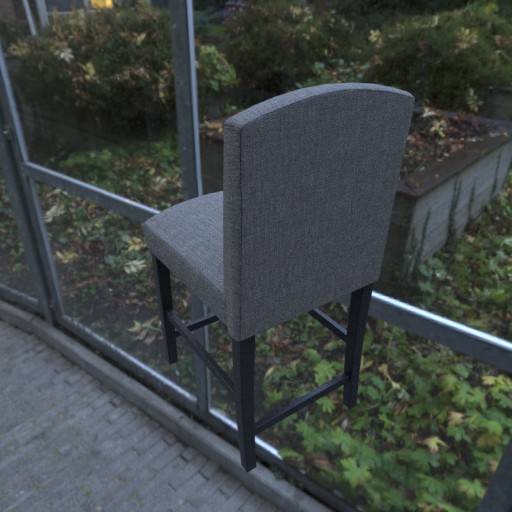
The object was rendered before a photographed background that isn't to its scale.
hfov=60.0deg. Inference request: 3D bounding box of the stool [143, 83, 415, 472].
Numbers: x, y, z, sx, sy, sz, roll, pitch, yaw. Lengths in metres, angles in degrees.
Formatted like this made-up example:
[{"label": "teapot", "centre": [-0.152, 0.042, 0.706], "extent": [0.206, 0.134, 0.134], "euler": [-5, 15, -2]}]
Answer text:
[{"label": "stool", "centre": [0.000, 0.000, 1.232], "extent": [0.451, 0.966, 0.552], "euler": [-19, 35, -29]}]
